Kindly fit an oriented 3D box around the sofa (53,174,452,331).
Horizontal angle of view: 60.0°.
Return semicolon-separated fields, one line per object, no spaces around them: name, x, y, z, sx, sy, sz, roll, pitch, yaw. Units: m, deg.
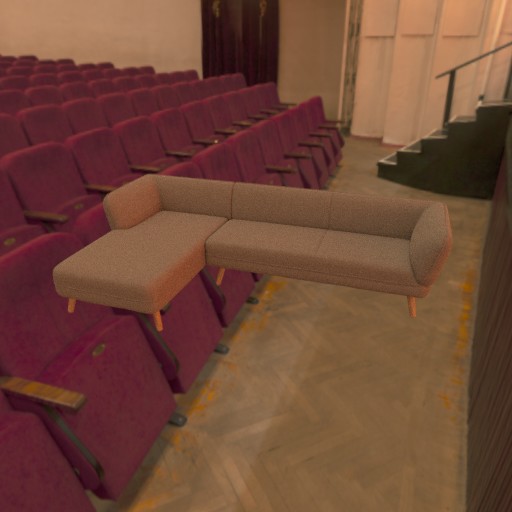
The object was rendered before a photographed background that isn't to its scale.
sofa;0.000;0.000;3.325;2.653;0.693;1.532;8;27;17
